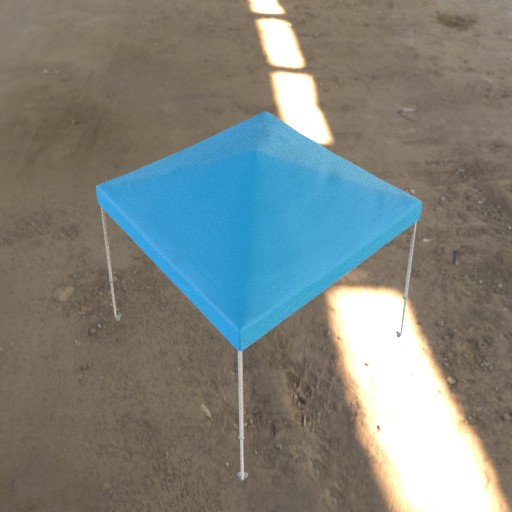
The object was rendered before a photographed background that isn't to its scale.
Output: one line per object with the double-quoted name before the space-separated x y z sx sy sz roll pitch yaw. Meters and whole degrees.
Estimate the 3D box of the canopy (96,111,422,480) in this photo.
"canopy" 0.000 0.000 6.495 3.600 3.600 3.599 -32 55 -26
